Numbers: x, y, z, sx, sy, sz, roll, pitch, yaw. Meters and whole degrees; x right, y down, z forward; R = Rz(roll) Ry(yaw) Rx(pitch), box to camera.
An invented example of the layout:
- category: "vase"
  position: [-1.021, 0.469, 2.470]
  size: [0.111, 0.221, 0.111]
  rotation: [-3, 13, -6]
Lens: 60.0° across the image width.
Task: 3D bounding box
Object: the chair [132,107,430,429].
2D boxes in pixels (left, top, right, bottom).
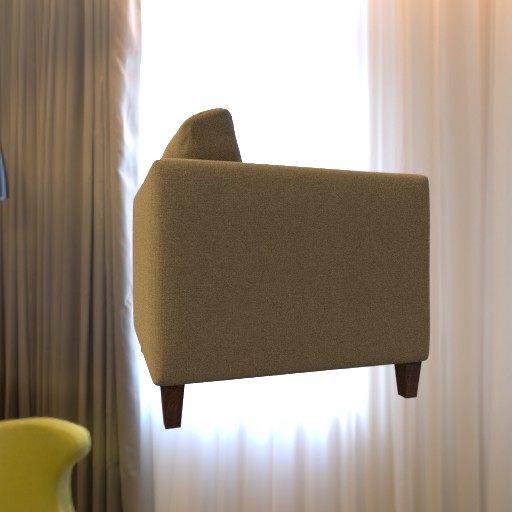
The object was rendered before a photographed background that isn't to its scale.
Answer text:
- category: "chair"
  position: [0.000, 0.000, 1.857]
  size: [0.959, 0.963, 1.107]
  rotation: [0, 1, -18]
